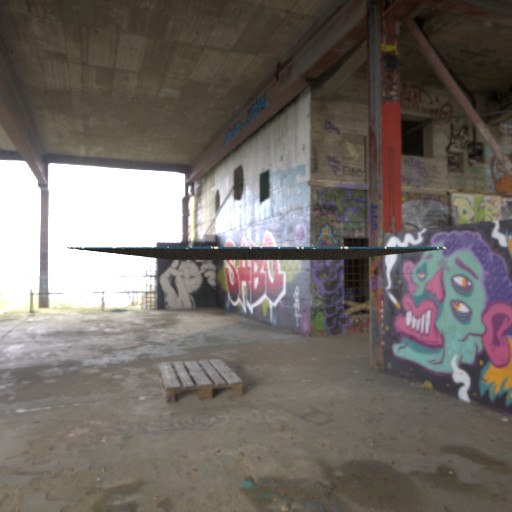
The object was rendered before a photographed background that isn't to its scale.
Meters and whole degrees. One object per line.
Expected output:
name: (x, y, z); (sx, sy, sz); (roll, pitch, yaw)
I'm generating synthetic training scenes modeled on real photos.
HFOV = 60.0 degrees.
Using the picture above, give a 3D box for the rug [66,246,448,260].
rug: (0.000, 0.000, 2.322); (1.220, 0.007, 1.828); (0, -2, 0)
